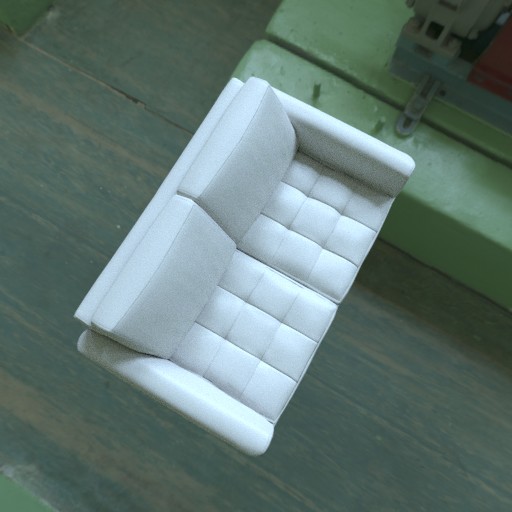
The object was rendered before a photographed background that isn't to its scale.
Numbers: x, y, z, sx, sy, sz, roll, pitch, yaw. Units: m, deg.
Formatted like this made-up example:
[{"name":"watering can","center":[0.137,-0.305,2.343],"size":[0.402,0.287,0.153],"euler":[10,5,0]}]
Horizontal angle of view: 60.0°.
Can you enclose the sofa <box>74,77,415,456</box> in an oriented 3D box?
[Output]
[{"name":"sofa","center":[0.000,0.000,2.473],"size":[1.121,0.930,1.819],"euler":[29,78,7]}]
